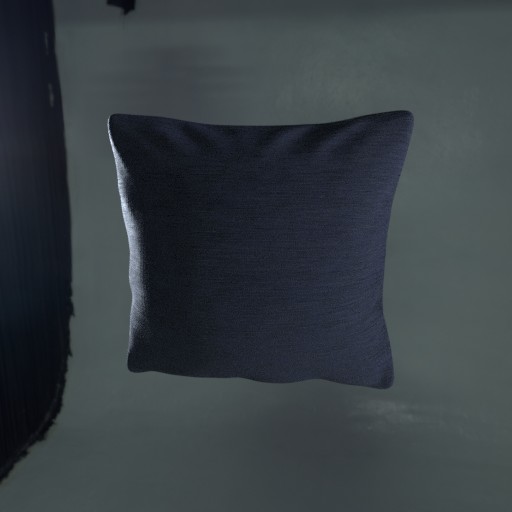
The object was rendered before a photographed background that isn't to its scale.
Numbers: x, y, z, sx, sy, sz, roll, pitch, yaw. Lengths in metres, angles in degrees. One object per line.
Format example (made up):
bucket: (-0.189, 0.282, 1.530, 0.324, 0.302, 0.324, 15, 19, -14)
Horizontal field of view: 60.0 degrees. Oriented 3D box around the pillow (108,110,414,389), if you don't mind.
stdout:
pillow: (0.000, 0.000, 0.667, 0.432, 0.414, 0.246, 2, 14, 7)
